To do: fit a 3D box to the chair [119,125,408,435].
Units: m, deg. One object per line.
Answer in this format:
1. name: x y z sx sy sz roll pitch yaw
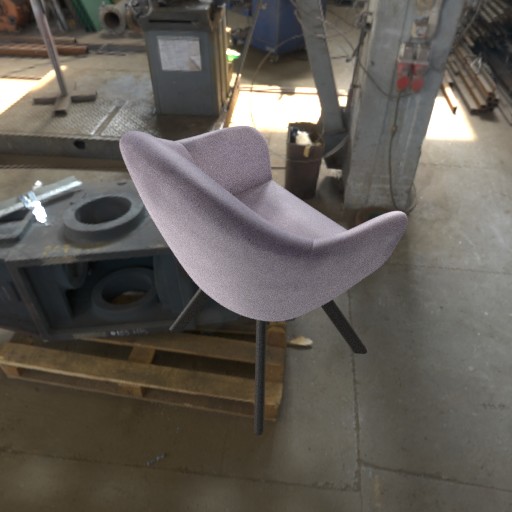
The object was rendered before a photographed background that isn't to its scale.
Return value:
1. chair: 0.000 0.000 1.165 0.540 0.780 0.570 -28 49 -28
